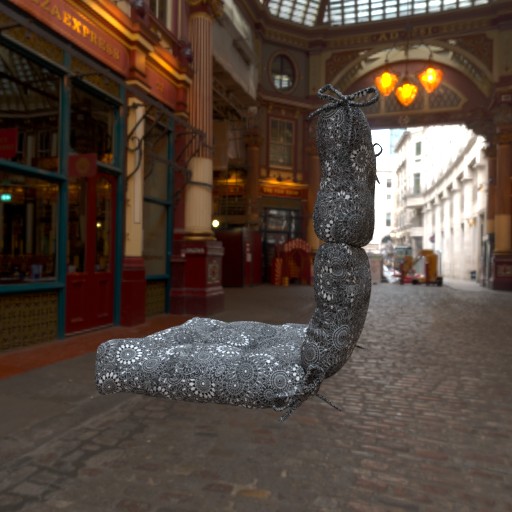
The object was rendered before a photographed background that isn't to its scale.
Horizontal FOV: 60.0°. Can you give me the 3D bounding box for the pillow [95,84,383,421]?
[{"bbox_3d":[0.000,0.000,1.039,0.571,0.605,0.519,0,0,17],"label":"pillow"}]
